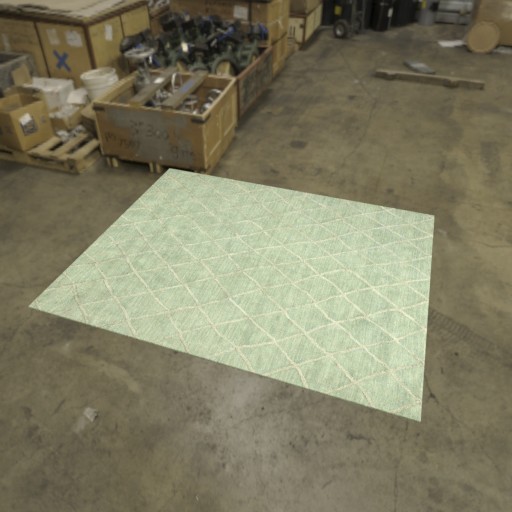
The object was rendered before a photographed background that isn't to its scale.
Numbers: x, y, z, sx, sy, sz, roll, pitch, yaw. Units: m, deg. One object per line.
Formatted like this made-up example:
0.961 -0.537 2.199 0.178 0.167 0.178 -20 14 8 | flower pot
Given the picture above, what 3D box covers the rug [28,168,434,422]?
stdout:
0.000 0.000 4.059 3.039 0.019 2.420 13 41 15 | rug
